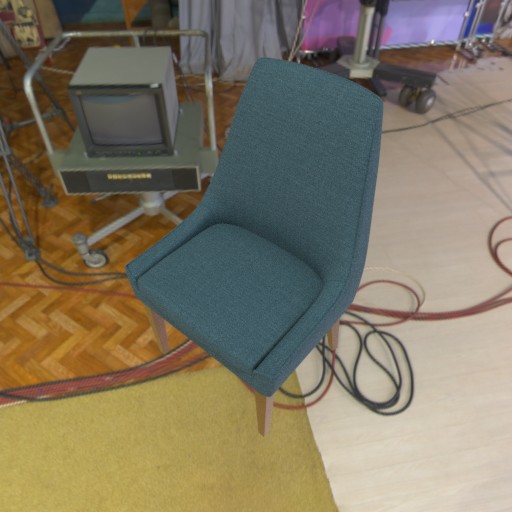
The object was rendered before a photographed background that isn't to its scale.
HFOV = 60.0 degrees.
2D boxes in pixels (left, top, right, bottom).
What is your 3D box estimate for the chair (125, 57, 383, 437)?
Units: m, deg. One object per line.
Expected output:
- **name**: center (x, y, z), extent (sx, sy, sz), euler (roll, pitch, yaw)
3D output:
- **chair**: center (0.000, 0.000, 1.224), extent (0.529, 0.861, 0.544), euler (31, 54, 26)
